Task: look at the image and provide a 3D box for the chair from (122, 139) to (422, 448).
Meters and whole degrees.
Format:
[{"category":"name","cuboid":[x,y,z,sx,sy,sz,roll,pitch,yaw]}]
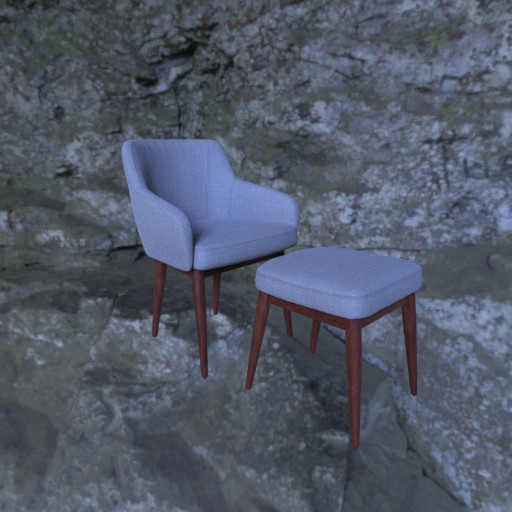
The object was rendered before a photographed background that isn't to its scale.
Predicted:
[{"category":"chair","cuboid":[0.000,0.000,1.577,1.107,0.799,0.584,14,21,42]}]
